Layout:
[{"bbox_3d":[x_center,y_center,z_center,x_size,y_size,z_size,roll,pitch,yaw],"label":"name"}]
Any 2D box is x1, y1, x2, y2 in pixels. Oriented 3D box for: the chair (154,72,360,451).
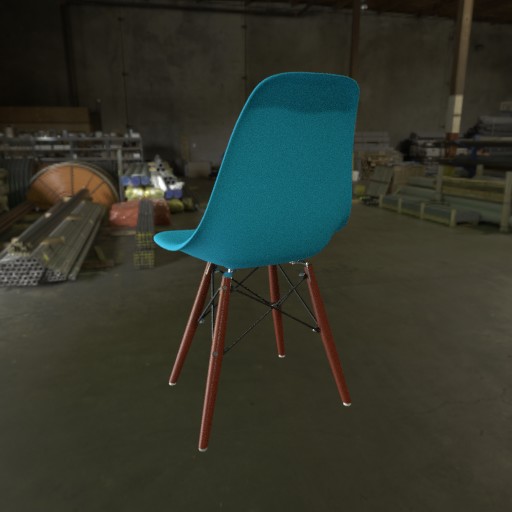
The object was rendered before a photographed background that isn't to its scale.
[{"bbox_3d":[0.000,0.000,1.155,0.470,0.826,0.533,-8,17,-27],"label":"chair"}]
